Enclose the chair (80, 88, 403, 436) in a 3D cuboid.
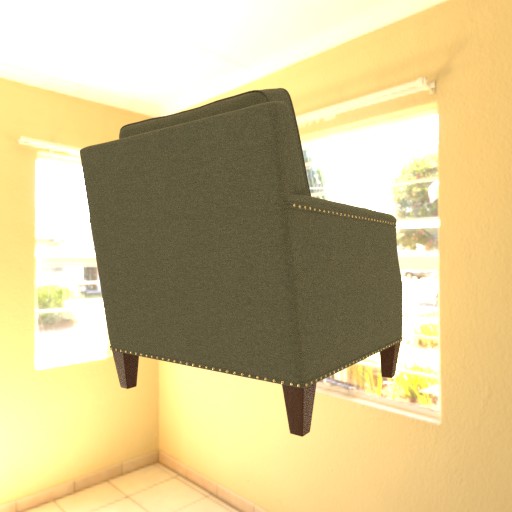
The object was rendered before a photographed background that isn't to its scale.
[{"bbox_3d":[0.000,0.000,1.780,0.885,1.031,1.031,0,0,36],"label":"chair"}]
